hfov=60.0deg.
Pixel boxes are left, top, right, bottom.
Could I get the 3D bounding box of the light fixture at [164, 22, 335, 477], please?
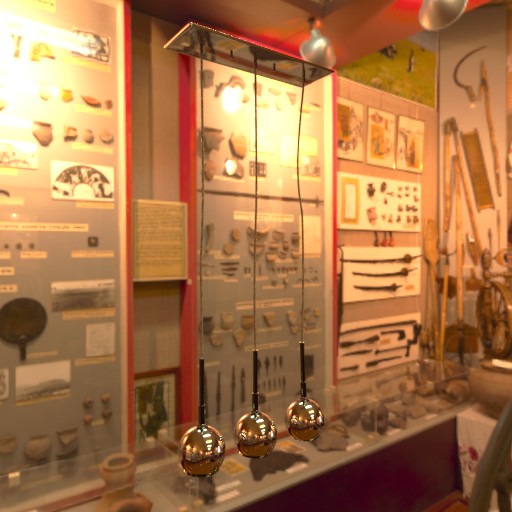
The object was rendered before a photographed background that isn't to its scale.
[{"bbox_3d":[0.000,0.000,1.591,0.623,1.408,0.188,0,0,-36],"label":"light fixture"}]
